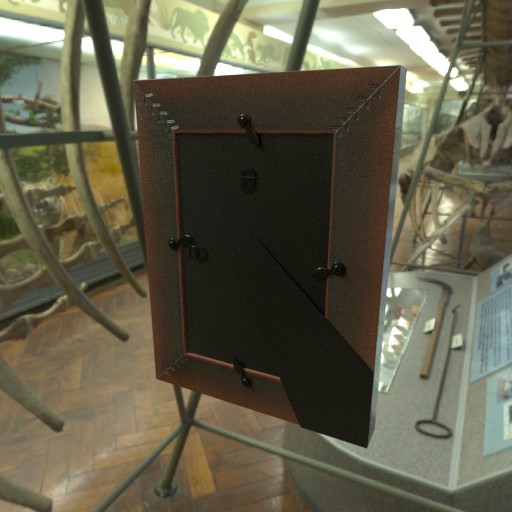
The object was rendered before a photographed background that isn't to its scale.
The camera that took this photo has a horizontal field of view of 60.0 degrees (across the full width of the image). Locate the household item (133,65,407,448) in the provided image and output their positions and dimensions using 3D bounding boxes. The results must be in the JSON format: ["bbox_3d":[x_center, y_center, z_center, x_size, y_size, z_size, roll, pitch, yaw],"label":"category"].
[{"bbox_3d":[0.000,0.000,0.285,0.165,0.216,0.025,8,19,26],"label":"household item"}]
